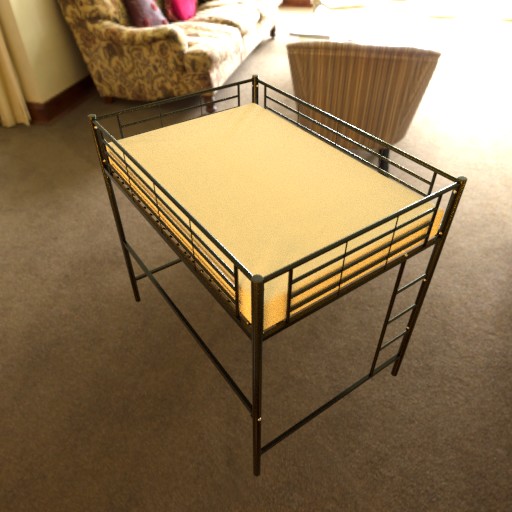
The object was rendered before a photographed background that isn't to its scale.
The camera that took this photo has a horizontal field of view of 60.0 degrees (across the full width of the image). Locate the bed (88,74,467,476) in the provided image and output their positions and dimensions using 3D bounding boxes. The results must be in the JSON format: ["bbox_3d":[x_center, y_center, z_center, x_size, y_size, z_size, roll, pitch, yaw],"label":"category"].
[{"bbox_3d":[0.000,0.000,3.270,1.397,1.803,1.994,-25,47,-26],"label":"bed"}]
